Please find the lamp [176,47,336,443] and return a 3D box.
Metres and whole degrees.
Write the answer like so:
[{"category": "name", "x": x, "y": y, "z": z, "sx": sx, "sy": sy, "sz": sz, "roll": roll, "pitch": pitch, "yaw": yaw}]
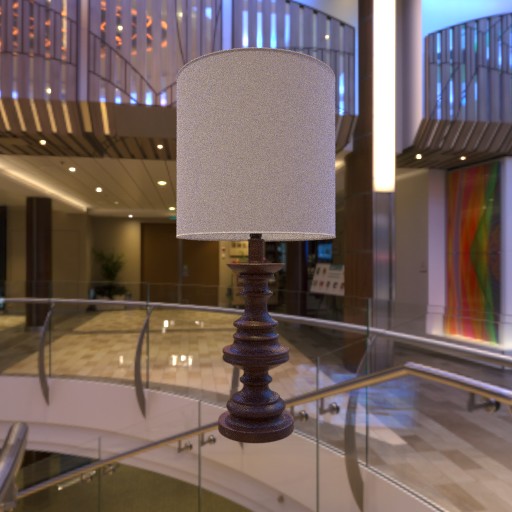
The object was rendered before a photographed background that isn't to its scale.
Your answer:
[{"category": "lamp", "x": 0.000, "y": 0.000, "z": 0.588, "sx": 0.208, "sy": 0.455, "sz": 0.208, "roll": 0, "pitch": -1, "yaw": 36}]
